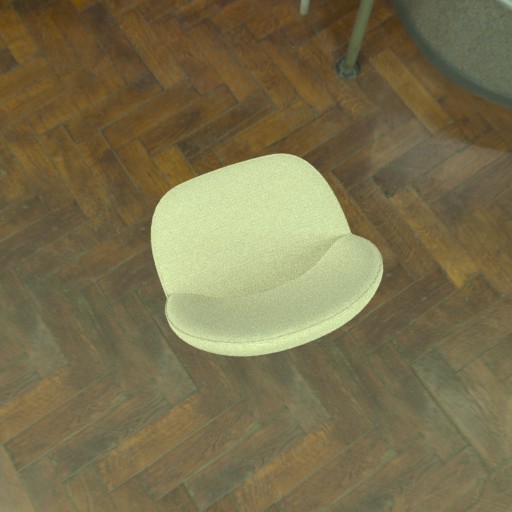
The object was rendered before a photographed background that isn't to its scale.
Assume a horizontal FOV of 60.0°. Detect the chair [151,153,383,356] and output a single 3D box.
[{"bbox_3d":[0.000,0.000,1.227,0.532,0.838,0.540,-19,77,-5],"label":"chair"}]
